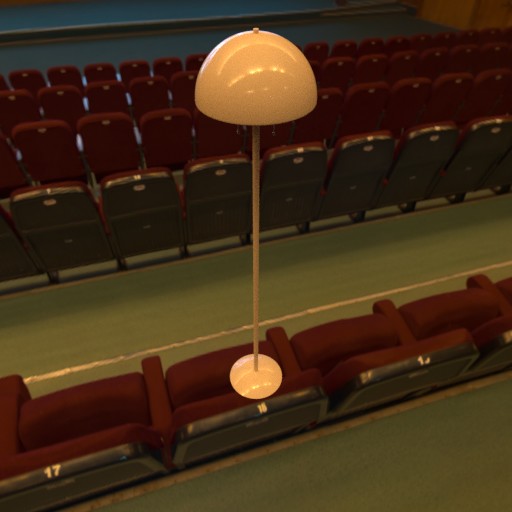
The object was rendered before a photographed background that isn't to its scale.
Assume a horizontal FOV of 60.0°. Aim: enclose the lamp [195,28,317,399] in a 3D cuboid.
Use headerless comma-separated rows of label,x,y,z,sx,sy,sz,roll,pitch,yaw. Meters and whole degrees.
lamp,0.000,0.000,1.573,0.328,1.480,0.328,-12,43,-14
